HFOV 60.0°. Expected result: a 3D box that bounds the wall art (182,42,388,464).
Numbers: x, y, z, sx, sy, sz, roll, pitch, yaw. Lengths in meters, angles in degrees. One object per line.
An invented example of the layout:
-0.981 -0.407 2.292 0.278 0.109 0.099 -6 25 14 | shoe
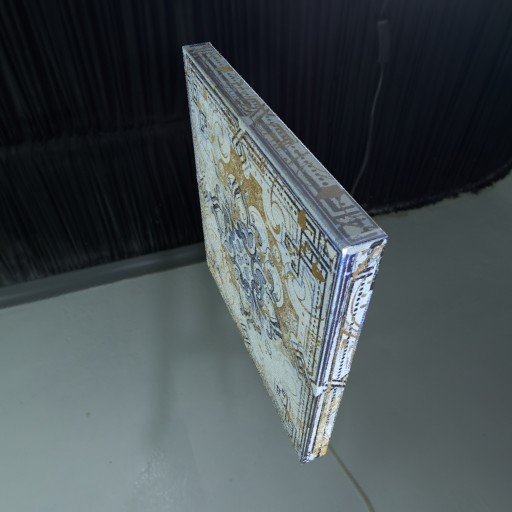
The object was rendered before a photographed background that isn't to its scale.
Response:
0.000 0.000 0.596 0.038 0.410 0.411 -17 48 -16 | wall art
